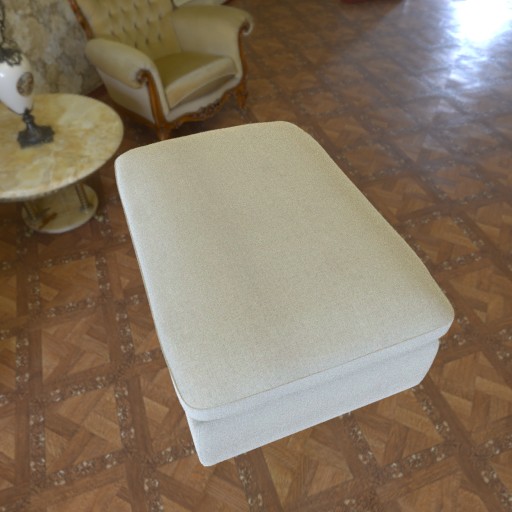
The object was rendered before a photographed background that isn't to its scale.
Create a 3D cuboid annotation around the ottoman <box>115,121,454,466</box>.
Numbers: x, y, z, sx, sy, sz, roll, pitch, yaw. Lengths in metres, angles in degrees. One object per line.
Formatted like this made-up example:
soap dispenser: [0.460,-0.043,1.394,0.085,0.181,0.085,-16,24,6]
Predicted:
ottoman: [0.000,0.000,1.361,0.686,0.453,0.984,-15,48,-14]
